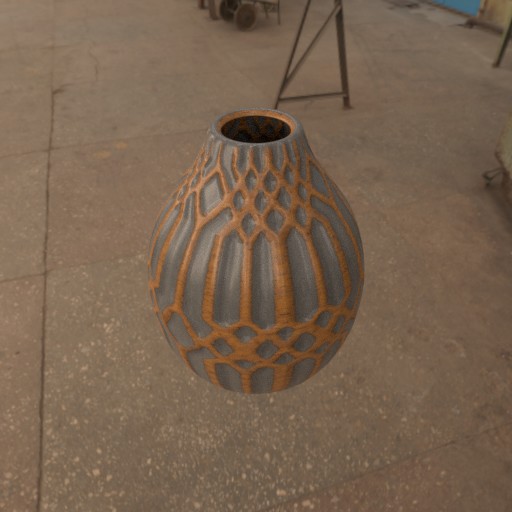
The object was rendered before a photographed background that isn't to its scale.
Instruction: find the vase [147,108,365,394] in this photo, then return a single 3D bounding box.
[{"bbox_3d":[0.000,0.000,0.141,0.069,0.088,0.069,0,41,0],"label":"vase"}]
